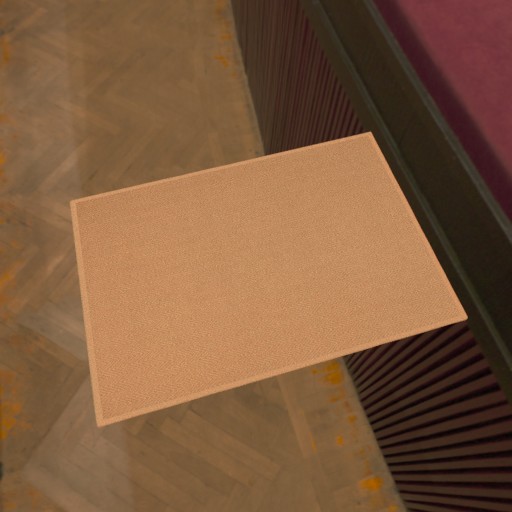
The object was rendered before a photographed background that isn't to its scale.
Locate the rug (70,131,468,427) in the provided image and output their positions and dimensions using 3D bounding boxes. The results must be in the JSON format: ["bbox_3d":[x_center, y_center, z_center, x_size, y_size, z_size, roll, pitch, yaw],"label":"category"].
[{"bbox_3d":[0.000,0.000,2.877,2.244,0.017,1.532,-14,64,-7],"label":"rug"}]
